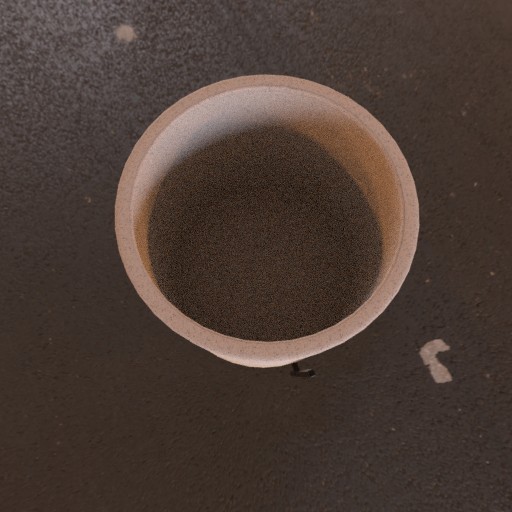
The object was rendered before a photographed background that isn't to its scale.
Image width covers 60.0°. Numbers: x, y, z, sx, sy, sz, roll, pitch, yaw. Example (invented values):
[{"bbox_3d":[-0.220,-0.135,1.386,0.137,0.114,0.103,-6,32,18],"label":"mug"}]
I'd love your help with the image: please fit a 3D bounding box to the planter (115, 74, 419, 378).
[{"bbox_3d":[0.000,0.000,0.652,0.335,0.423,0.313,11,75,3],"label":"planter"}]
